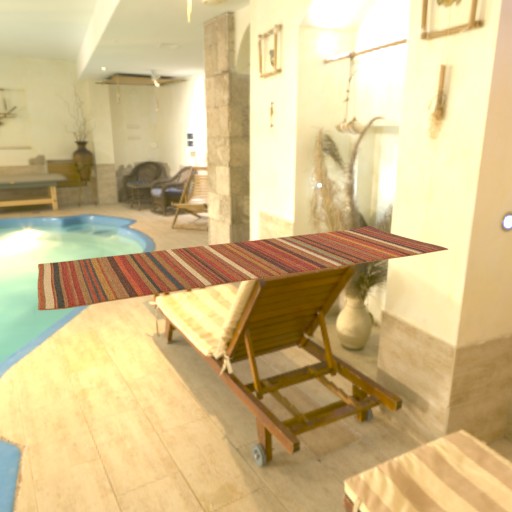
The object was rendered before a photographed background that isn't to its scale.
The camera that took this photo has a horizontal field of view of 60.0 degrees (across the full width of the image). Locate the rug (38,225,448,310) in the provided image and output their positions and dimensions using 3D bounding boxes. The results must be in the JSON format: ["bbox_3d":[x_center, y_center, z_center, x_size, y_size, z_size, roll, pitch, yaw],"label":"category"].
[{"bbox_3d":[0.000,0.000,2.745,2.444,0.030,0.799,-7,17,-25],"label":"rug"}]
